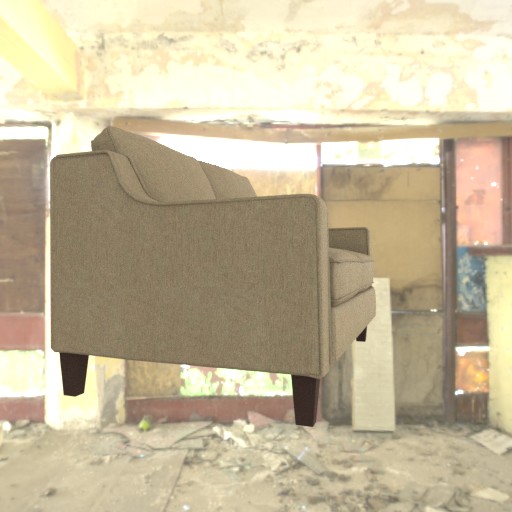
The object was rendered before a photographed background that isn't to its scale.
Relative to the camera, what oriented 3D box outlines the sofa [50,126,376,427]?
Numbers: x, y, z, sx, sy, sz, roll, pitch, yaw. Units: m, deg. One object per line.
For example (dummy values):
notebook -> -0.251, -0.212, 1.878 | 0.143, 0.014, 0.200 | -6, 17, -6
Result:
sofa -> 0.000, 0.000, 2.069 | 0.985, 0.981, 1.503 | 0, 0, 20
